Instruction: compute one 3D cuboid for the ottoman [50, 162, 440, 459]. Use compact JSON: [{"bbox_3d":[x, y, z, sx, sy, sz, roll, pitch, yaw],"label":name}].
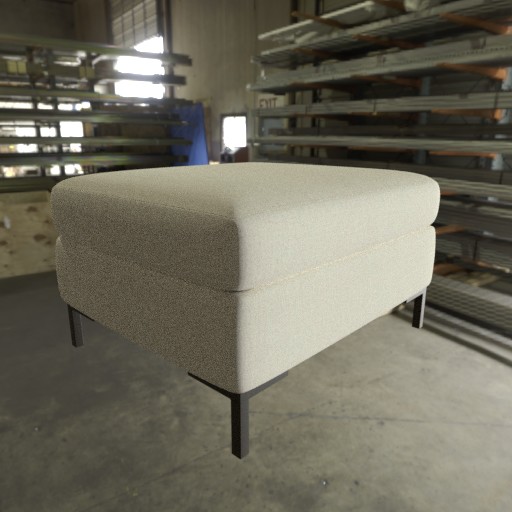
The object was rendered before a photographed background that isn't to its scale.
[{"bbox_3d":[0.000,0.000,1.153,0.657,0.453,0.794,14,21,41],"label":"ottoman"}]
